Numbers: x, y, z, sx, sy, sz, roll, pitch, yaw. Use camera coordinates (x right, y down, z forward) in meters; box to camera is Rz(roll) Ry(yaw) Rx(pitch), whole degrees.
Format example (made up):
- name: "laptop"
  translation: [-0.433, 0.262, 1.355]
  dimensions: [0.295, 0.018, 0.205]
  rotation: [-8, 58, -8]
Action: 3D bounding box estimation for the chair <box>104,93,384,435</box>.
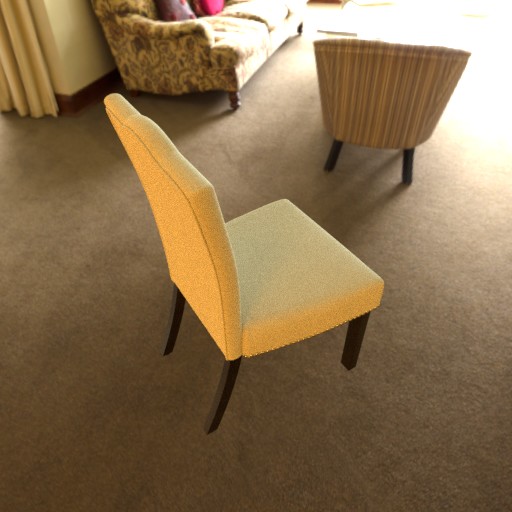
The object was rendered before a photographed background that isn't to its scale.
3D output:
- name: "chair"
  translation: [0.000, 0.000, 1.300]
  dimensions: [0.589, 0.946, 0.518]
  rotation: [-22, 46, -23]
